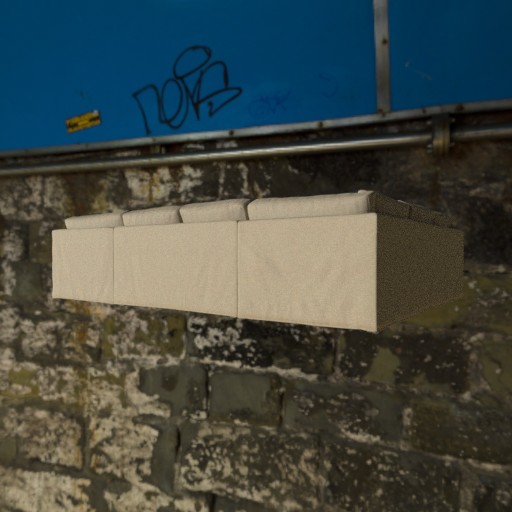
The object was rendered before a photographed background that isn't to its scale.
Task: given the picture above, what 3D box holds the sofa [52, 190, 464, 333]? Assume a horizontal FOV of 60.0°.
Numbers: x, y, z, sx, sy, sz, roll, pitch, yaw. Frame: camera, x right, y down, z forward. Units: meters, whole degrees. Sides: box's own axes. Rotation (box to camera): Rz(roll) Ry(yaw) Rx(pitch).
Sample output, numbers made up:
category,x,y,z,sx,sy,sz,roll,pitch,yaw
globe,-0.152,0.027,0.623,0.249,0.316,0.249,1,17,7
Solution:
category,x,y,z,sx,sy,sz,roll,pitch,yaw
sofa,0.000,0.000,4.514,3.460,0.882,2.427,0,0,36
